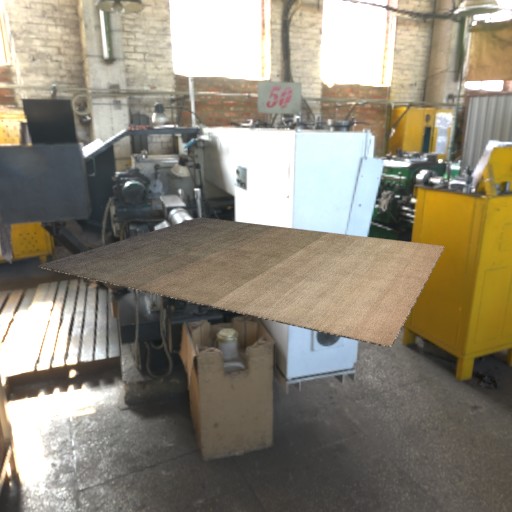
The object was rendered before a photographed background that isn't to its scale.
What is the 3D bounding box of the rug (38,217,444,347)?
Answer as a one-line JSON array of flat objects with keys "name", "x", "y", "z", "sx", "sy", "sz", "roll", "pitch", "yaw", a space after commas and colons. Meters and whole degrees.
[{"name": "rug", "x": 0.000, "y": 0.000, "z": 3.986, "sx": 2.902, "sy": 0.017, "sz": 2.306, "roll": 9, "pitch": 19, "yaw": 27}]
